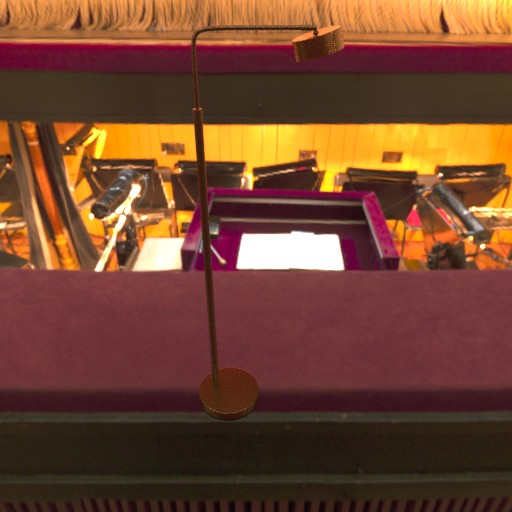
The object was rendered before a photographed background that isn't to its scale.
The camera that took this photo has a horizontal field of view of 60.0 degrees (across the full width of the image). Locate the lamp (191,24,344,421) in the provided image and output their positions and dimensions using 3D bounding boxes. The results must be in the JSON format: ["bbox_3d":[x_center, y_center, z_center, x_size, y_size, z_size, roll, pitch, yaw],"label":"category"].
[{"bbox_3d":[0.000,0.000,1.330,0.418,1.230,0.219,0,32,0],"label":"lamp"}]
